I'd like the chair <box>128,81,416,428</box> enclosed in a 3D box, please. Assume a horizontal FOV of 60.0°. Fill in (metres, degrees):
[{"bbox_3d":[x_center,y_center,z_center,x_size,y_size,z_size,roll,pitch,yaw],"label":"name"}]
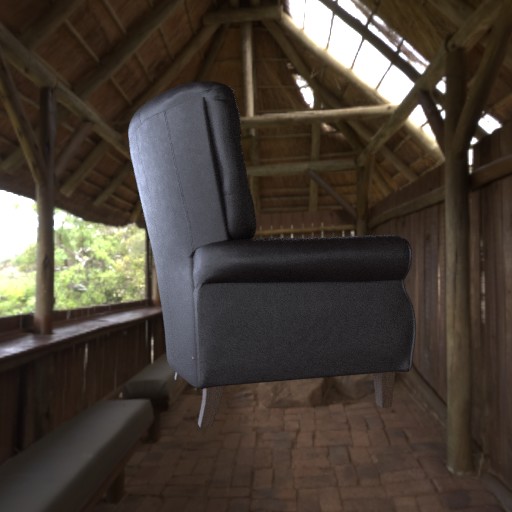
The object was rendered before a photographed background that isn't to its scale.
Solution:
[{"bbox_3d":[0.000,0.000,1.900,1.058,1.158,0.948,0,-1,-17],"label":"chair"}]
